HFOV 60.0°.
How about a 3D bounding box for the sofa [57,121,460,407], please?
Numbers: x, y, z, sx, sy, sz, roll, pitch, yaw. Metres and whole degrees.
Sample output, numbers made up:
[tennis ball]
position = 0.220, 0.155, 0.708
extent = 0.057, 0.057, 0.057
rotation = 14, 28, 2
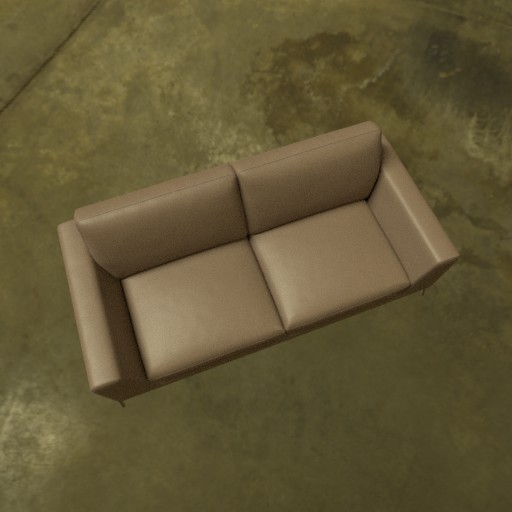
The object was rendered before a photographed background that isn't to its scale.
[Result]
[sofa]
position = 0.000, 0.000, 2.550
extent = 2.017, 0.875, 0.953
rotation = -19, 66, -9
